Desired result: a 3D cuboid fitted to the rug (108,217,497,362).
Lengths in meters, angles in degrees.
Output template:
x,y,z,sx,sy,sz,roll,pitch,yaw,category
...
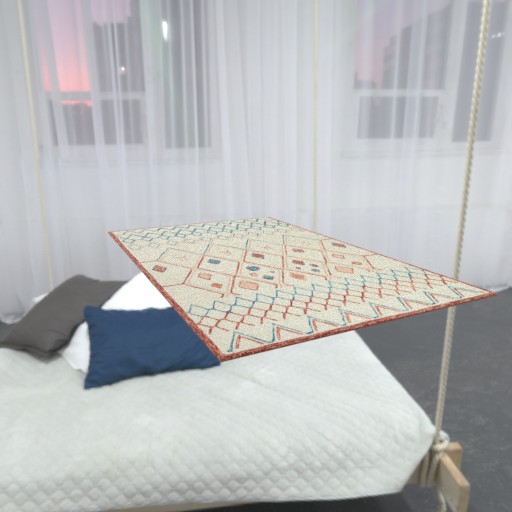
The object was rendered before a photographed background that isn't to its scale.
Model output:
x,y,z,sx,sy,sz,roll,pitch,yaw,category
0.000,0.000,2.972,1.524,0.015,2.438,-8,17,-26,rug
